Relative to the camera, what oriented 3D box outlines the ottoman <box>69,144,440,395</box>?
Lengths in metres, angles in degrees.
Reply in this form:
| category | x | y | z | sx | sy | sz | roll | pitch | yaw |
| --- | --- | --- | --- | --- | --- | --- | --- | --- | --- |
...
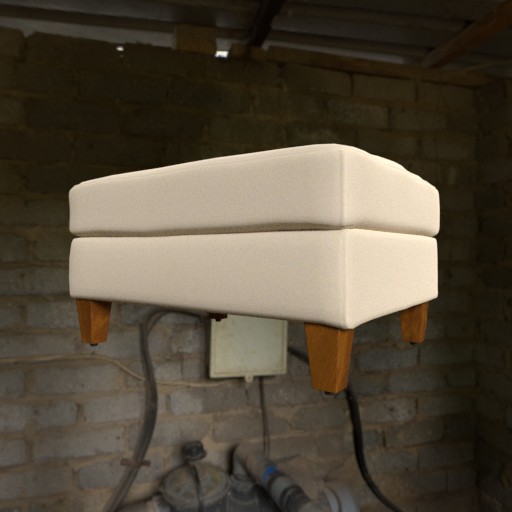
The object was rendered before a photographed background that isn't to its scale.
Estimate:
| category | x | y | z | sx | sy | sz | roll | pitch | yaw |
| --- | --- | --- | --- | --- | --- | --- | --- | --- | --- |
| ottoman | 0.000 | 0.000 | 1.201 | 0.818 | 0.485 | 0.634 | 0 | 1 | 35 |
